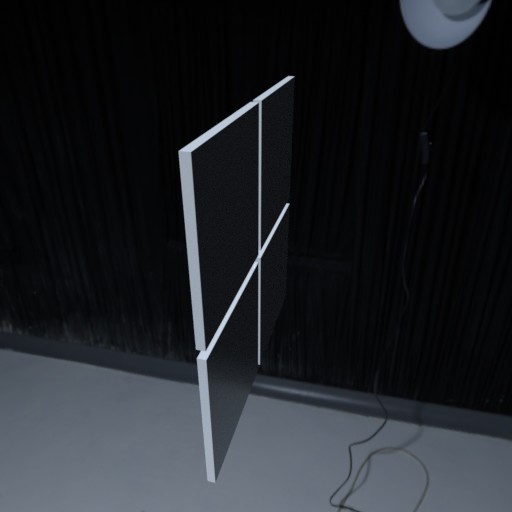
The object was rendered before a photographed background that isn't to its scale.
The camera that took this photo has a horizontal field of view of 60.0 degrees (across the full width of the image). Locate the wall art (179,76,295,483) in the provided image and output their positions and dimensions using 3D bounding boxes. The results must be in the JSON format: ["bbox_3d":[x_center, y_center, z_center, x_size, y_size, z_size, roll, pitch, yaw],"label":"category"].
[{"bbox_3d":[0.000,0.000,1.668,0.029,1.118,1.118,8,31,13],"label":"wall art"}]
